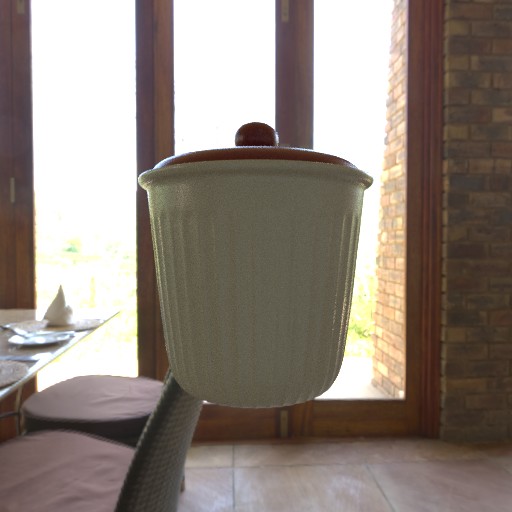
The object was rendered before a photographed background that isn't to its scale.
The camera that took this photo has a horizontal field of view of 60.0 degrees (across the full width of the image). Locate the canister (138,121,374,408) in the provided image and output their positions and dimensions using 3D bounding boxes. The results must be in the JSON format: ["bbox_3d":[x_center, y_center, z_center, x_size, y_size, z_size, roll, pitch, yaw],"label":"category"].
[{"bbox_3d":[0.000,0.000,0.354,0.181,0.211,0.181,0,1,0],"label":"canister"}]
